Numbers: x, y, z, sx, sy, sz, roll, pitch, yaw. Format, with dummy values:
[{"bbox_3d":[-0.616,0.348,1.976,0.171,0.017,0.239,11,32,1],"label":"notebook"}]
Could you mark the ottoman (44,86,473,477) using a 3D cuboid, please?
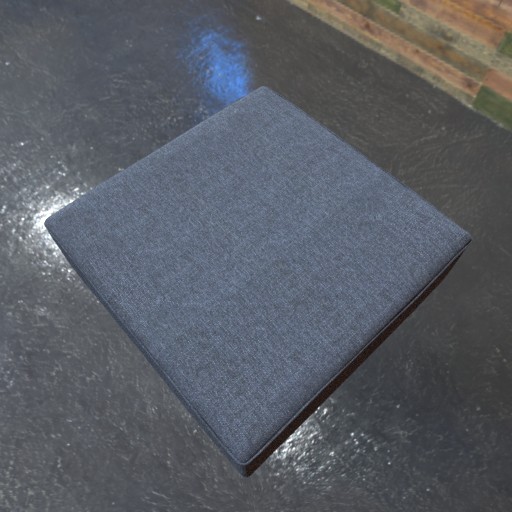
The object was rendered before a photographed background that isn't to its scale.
[{"bbox_3d":[0.000,0.000,1.580,1.023,0.423,1.017,-38,66,-20],"label":"ottoman"}]
